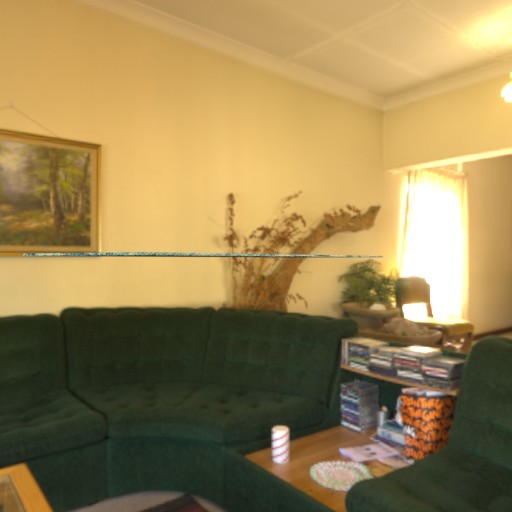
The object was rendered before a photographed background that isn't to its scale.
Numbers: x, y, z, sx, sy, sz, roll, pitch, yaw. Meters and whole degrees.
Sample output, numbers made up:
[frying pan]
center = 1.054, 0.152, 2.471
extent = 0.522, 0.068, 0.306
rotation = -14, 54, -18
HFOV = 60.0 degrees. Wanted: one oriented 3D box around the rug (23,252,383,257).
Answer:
[rug]
center = 0.000, 0.000, 2.683
extent = 0.750, 0.011, 2.435
rotation = 0, 0, 35
